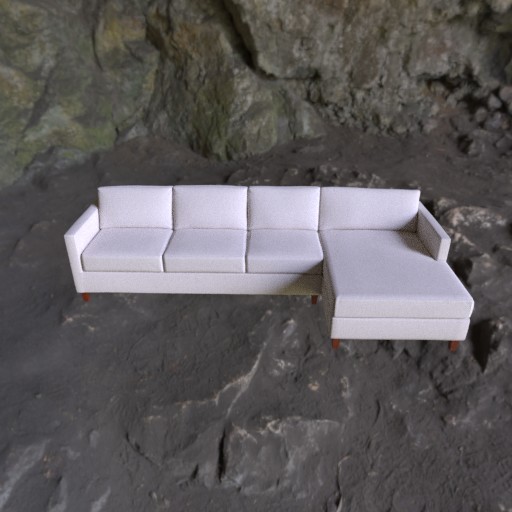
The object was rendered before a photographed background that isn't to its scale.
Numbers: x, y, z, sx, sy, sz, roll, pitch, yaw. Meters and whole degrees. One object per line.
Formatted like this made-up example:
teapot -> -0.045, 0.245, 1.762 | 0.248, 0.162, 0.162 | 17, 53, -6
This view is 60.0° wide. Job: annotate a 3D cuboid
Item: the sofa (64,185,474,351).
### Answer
sofa -> 0.000, 0.000, 4.179 | 3.471, 0.954, 1.599 | 1, 28, 1
